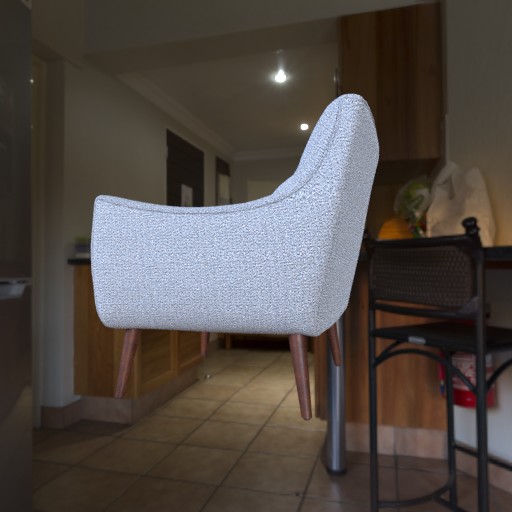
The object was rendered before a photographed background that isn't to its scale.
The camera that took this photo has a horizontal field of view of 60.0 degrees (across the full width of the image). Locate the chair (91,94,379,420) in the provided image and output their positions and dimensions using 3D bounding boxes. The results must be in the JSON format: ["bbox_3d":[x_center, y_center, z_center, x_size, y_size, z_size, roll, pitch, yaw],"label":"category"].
[{"bbox_3d":[0.000,0.000,1.487,0.787,0.838,0.762,0,0,18],"label":"chair"}]
